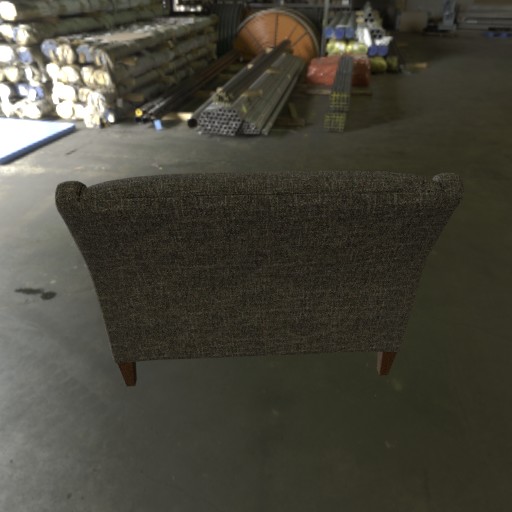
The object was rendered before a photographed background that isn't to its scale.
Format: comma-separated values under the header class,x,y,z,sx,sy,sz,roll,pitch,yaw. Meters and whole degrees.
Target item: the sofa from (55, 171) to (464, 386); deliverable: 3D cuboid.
class,x,y,z,sx,sy,sz,roll,pitch,yaw
sofa,0.000,0.000,1.909,1.242,1.021,0.870,-2,32,-3
